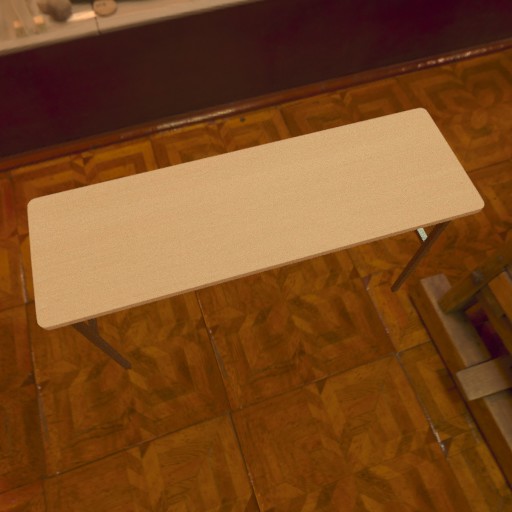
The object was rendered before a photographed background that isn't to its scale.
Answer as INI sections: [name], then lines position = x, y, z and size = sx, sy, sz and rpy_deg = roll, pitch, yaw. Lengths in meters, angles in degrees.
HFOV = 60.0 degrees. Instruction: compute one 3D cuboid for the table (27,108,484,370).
[table]
position = 0.000, 0.000, 1.744
size = 1.397, 0.750, 0.446
rpy_deg = -15, 65, -7
